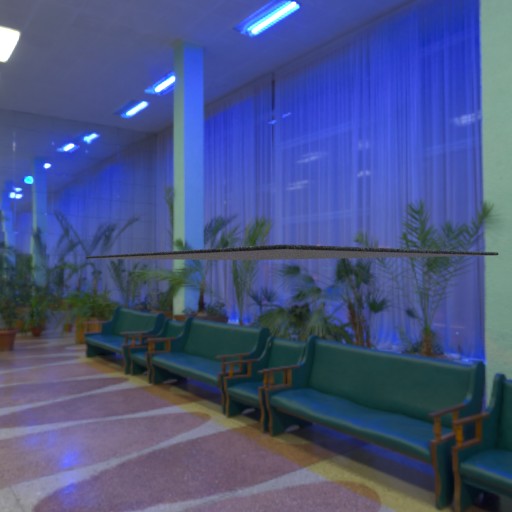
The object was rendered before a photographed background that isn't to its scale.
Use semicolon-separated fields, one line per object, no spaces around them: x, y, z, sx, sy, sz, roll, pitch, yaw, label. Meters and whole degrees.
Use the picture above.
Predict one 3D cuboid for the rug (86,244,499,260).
0.000;0.000;2.844;1.478;0.017;2.330;1;-2;-36;rug
